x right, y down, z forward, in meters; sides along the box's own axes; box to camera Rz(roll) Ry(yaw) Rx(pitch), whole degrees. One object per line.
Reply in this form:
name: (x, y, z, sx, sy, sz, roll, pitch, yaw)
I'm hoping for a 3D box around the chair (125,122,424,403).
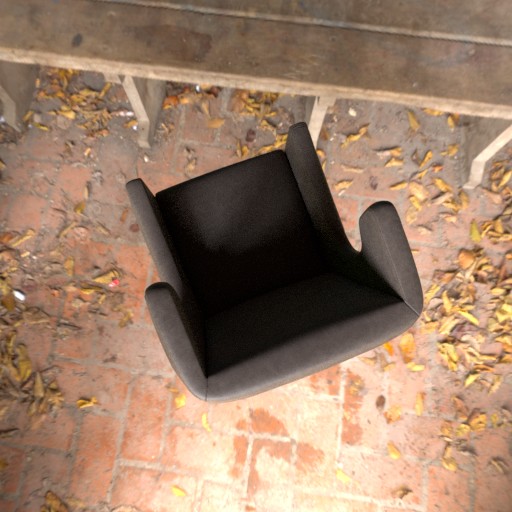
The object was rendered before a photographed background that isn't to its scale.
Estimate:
chair: (0.000, 0.000, 1.671, 0.769, 1.079, 0.899, -20, 77, -5)
